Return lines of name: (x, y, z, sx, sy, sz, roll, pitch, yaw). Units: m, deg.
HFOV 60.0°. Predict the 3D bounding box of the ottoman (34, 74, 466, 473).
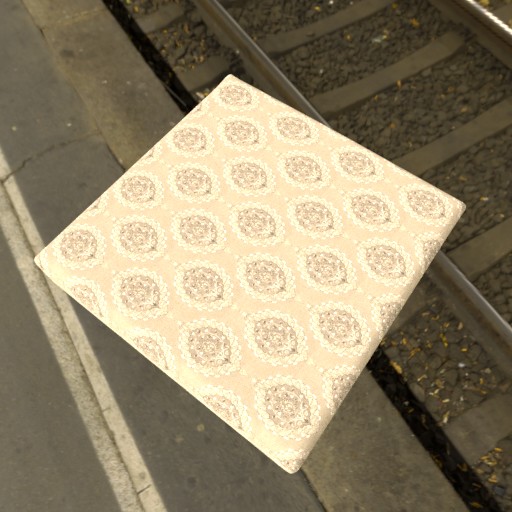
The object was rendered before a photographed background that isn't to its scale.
ottoman: (0.000, 0.000, 1.398, 0.890, 0.411, 0.889, 34, 69, 15)
